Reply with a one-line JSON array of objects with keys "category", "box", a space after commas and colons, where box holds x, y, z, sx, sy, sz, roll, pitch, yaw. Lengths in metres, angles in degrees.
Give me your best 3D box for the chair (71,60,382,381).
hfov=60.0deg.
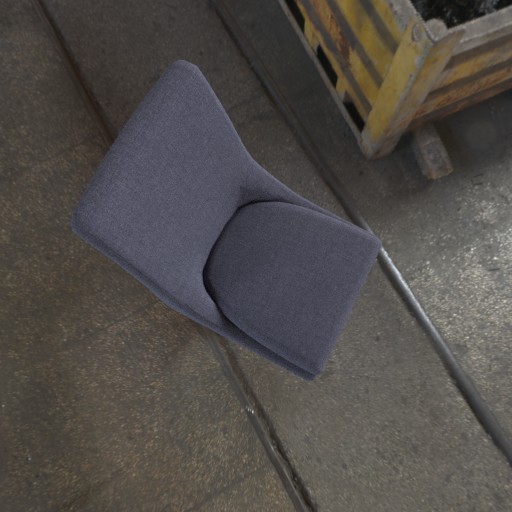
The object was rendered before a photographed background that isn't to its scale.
[{"category": "chair", "box": [0.000, 0.000, 1.348, 0.655, 0.952, 0.508, 27, 78, 6]}]
